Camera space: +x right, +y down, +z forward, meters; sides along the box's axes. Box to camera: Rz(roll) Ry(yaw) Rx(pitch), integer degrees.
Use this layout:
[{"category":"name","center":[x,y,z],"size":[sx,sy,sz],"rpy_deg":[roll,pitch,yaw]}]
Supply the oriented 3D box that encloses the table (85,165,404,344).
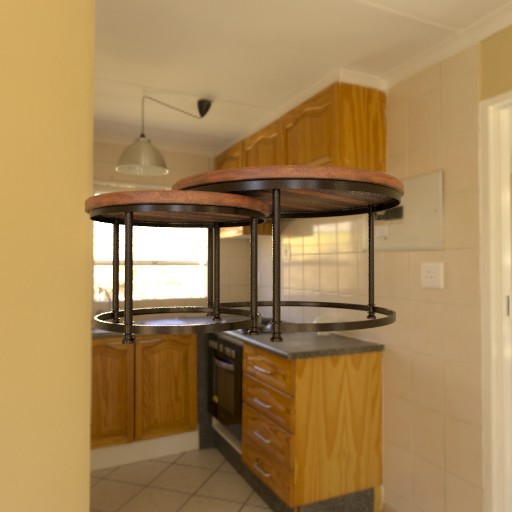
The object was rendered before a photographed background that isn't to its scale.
[{"category":"table","center":[0.000,0.000,1.632],"size":[1.152,0.516,0.870],"rpy_deg":[1,-1,-36]}]
